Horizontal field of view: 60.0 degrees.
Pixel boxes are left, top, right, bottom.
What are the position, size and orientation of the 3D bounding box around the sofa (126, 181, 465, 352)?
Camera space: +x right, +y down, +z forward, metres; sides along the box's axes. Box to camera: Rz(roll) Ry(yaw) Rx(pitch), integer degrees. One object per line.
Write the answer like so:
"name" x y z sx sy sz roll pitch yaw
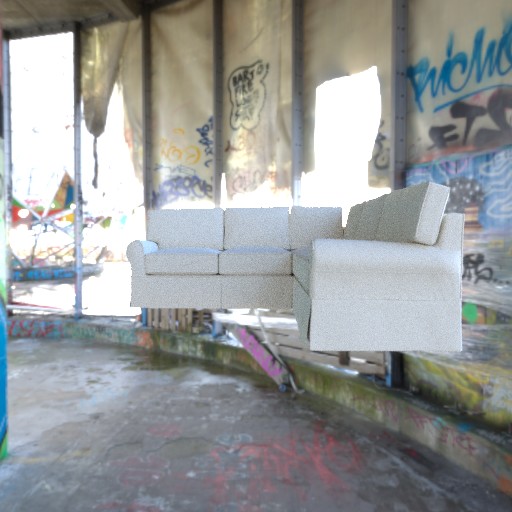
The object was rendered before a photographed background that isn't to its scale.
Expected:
"sofa" 0.000 0.000 3.956 2.591 1.070 2.597 0 2 1
